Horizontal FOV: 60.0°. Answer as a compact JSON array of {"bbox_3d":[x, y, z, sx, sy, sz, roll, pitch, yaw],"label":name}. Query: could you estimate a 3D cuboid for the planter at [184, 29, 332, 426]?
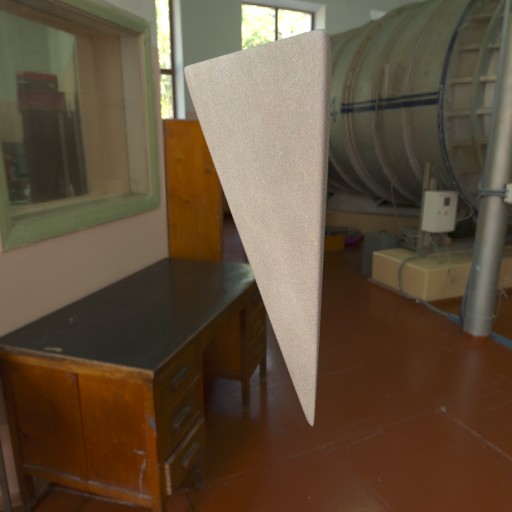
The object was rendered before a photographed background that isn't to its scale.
[{"bbox_3d":[0.000,0.000,0.265,0.081,0.224,0.101,3,15,9],"label":"planter"}]
